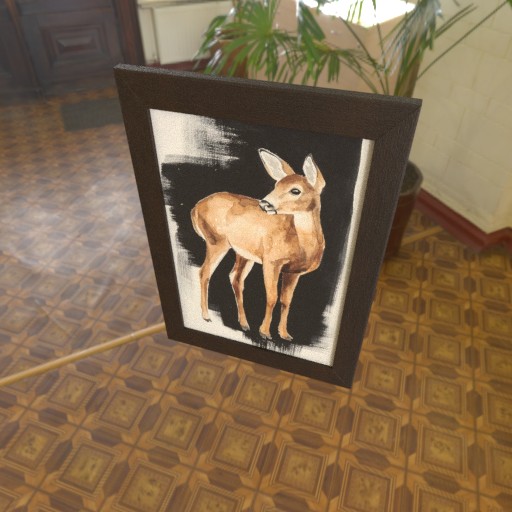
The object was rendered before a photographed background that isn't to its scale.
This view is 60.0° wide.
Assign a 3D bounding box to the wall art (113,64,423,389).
[{"bbox_3d":[0.000,0.000,0.664,0.359,0.513,0.017,12,42,14],"label":"wall art"}]
